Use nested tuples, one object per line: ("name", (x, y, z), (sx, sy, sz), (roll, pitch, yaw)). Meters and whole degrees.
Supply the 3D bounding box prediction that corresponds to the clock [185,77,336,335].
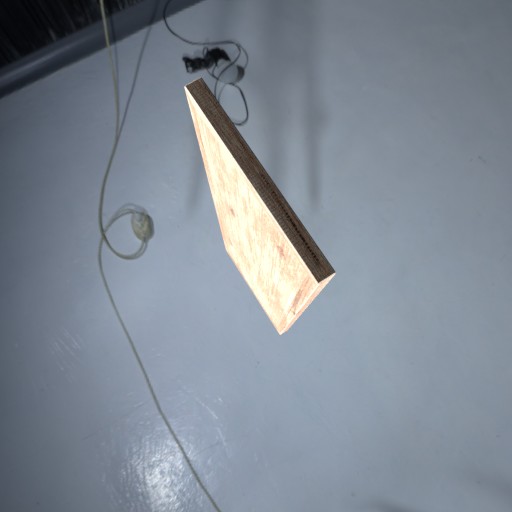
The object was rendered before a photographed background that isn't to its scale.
("clock", (0.000, 0.000, 1.103), (0.030, 0.965, 0.361), (-31, 78, -7))
